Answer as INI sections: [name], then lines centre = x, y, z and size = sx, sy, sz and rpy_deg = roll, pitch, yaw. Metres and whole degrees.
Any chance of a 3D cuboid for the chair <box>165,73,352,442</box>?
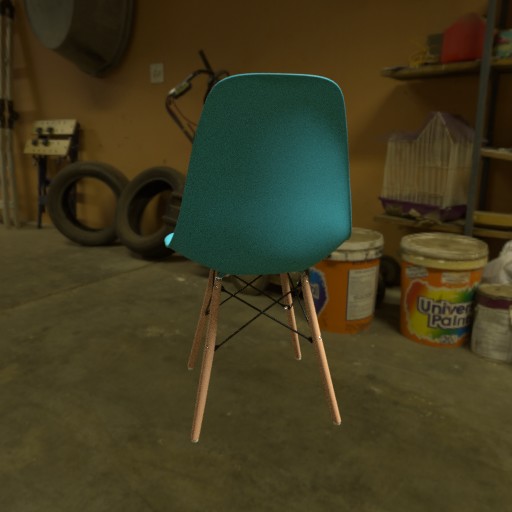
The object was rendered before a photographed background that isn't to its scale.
[chair]
centre = 0.000, 0.000, 1.166
size = 0.470, 0.826, 0.531
rpy_deg = -3, 15, -10
